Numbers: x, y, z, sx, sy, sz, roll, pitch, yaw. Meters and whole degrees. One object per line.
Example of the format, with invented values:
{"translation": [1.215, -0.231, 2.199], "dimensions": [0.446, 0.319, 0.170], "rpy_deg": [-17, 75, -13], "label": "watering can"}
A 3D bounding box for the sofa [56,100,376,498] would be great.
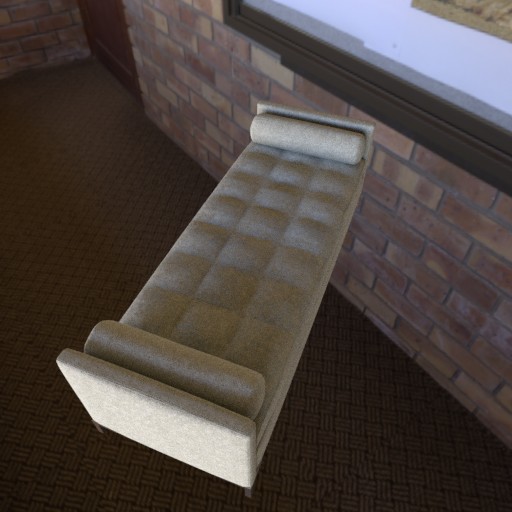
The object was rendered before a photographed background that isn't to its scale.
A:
{"translation": [0.000, 0.000, 2.408], "dimensions": [0.797, 0.657, 2.102], "rpy_deg": [16, 49, 14], "label": "sofa"}
